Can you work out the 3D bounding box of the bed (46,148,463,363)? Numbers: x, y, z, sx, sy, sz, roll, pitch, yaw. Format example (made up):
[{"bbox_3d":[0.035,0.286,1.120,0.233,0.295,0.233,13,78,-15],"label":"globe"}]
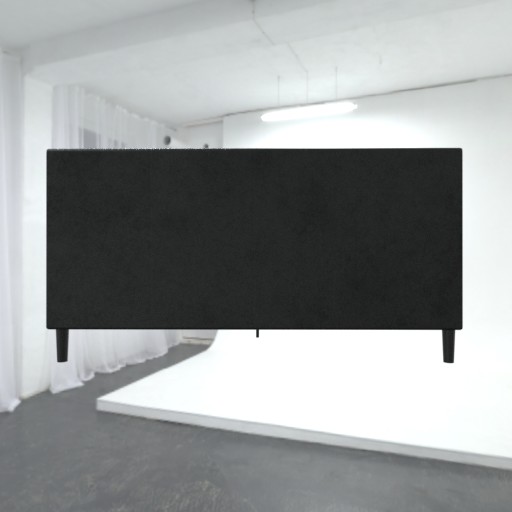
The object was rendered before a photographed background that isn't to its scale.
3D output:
[{"bbox_3d":[0.000,0.000,3.212,2.018,1.046,2.152,0,0,1],"label":"bed"}]
